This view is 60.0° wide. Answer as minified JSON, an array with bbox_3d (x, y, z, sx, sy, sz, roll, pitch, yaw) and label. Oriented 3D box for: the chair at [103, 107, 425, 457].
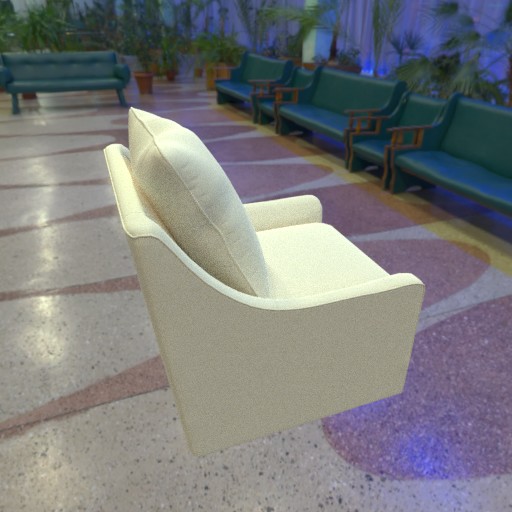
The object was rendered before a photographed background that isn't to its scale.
[{"bbox_3d":[0.000,0.000,1.555,0.876,0.965,0.756,-10,31,-18],"label":"chair"}]
